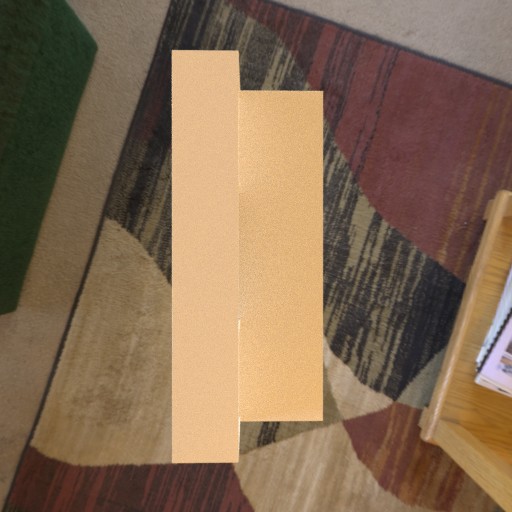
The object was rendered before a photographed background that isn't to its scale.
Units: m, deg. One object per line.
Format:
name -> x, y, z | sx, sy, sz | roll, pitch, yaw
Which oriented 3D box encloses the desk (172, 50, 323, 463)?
desk -> 0.000, 0.000, 1.783 | 0.559, 0.990, 1.199 | 0, 90, -1
